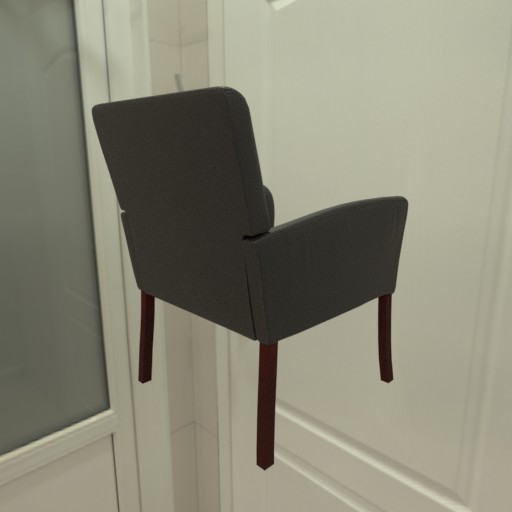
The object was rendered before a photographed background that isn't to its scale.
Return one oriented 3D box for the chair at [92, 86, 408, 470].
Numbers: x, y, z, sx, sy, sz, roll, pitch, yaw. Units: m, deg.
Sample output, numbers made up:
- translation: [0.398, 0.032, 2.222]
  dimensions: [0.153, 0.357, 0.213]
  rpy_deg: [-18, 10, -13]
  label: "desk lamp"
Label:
- translation: [0.000, 0.000, 1.473]
  dimensions: [0.772, 0.951, 0.683]
  rpy_deg: [-13, 19, -43]
  label: "chair"
